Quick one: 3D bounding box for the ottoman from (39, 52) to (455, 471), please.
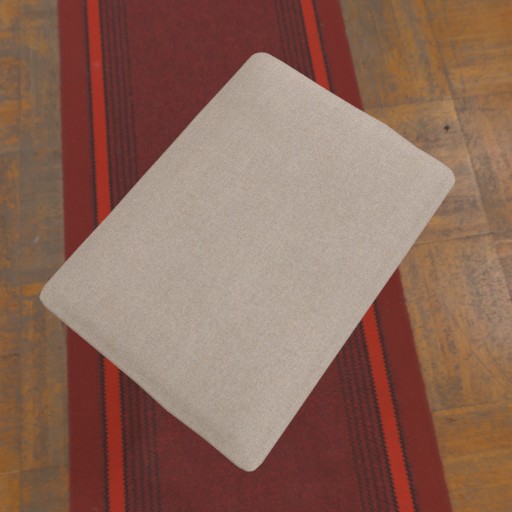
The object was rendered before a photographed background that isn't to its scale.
[{"bbox_3d":[0.000,0.000,1.220,0.617,0.503,0.846,36,77,9],"label":"ottoman"}]
